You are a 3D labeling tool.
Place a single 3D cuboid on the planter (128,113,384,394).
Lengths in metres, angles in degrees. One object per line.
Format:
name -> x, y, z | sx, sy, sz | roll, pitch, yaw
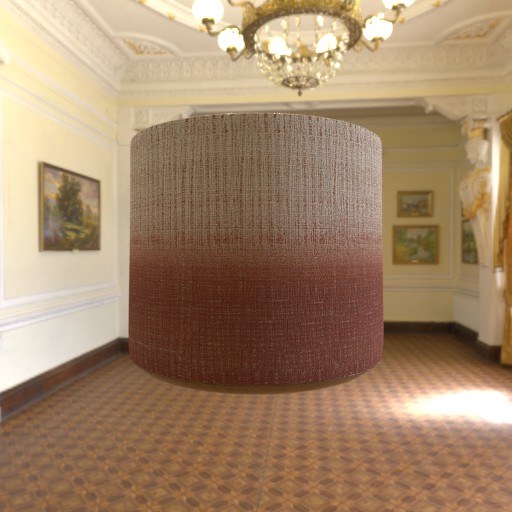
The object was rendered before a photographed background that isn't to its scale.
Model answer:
planter -> 0.000, 0.000, 0.458 | 0.254, 0.221, 0.254 | 0, 1, 0
